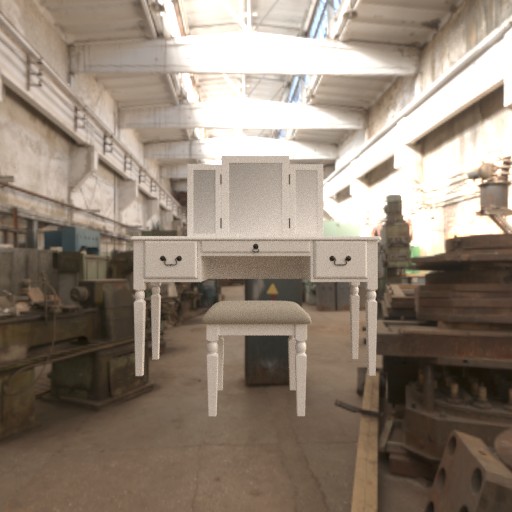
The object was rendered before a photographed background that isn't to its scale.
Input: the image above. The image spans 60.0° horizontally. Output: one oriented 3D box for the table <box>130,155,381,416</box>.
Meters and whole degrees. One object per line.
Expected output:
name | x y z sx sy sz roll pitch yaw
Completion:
table | 0.000 0.000 2.333 1.369 1.310 1.115 0 -1 0
